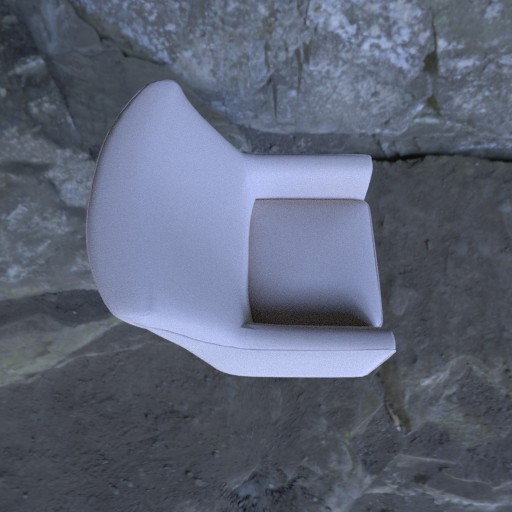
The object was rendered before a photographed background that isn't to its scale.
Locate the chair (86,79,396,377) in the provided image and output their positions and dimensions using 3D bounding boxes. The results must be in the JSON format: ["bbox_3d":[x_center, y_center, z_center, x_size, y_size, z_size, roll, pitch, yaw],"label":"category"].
[{"bbox_3d":[0.000,0.000,1.571,0.879,0.916,0.756,0,65,0],"label":"chair"}]
